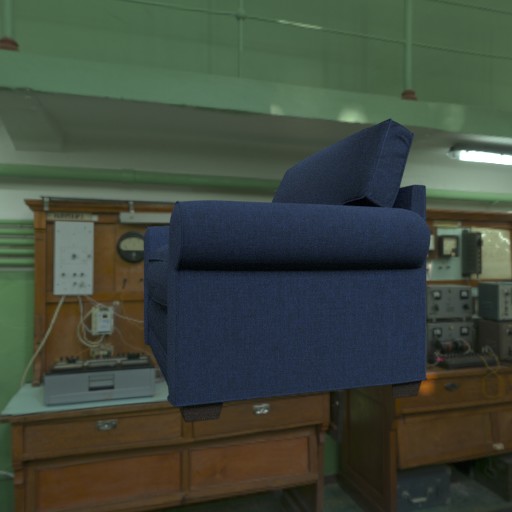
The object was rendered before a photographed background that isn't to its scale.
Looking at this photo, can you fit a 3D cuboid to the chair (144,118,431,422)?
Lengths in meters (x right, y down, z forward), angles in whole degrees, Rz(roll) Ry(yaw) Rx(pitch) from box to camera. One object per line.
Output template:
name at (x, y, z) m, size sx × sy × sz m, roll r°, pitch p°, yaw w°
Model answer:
chair at (0.000, 0.000, 2.010) m, size 0.963 × 1.044 × 1.285 m, roll 0°, pitch -1°, yaw -18°
